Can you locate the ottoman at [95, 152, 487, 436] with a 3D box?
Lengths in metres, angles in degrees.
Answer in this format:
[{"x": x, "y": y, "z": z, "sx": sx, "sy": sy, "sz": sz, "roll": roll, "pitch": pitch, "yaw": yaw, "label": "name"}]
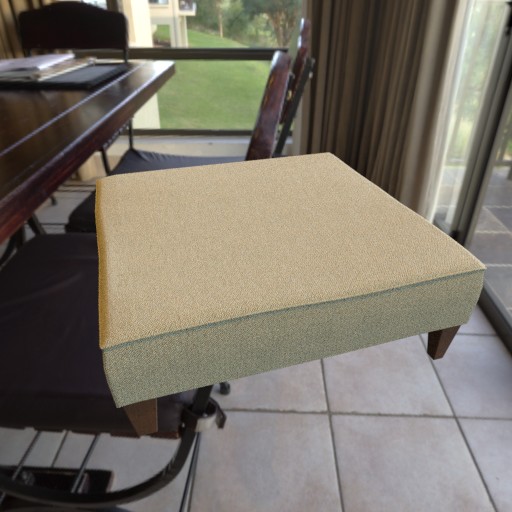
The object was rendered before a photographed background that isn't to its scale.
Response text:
[{"x": 0.000, "y": 0.000, "z": 1.520, "sx": 1.004, "sy": 0.379, "sz": 0.968, "roll": -9, "pitch": 33, "yaw": -15, "label": "ottoman"}]
